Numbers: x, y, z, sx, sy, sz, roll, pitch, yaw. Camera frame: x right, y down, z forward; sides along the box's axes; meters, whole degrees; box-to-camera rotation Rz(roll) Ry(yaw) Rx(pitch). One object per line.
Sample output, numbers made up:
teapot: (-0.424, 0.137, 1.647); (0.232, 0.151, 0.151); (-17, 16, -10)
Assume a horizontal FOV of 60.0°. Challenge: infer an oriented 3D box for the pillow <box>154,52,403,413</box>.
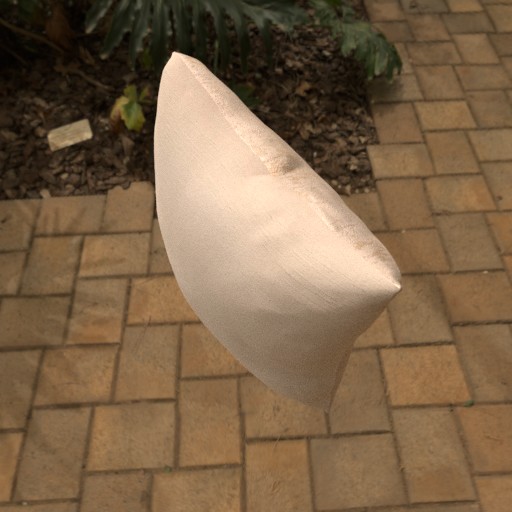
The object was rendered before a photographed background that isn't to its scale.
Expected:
pillow: (0.000, 0.000, 0.689); (0.245, 0.448, 0.450); (-28, 62, -16)
